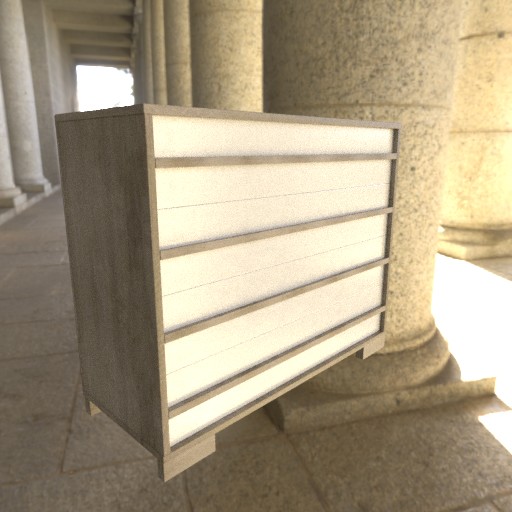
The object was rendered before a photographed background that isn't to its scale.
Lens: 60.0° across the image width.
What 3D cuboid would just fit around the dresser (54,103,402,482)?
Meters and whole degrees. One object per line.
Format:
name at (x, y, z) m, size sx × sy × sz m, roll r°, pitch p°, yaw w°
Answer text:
dresser at (0.000, 0.000, 1.385) m, size 0.404 × 0.816 × 0.994 m, roll 13°, pitch 19°, yaw 43°
